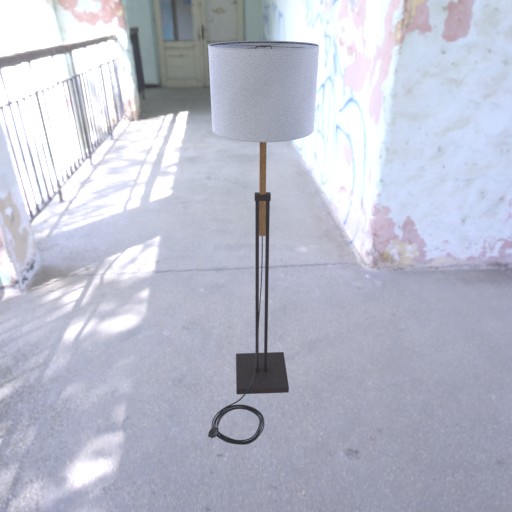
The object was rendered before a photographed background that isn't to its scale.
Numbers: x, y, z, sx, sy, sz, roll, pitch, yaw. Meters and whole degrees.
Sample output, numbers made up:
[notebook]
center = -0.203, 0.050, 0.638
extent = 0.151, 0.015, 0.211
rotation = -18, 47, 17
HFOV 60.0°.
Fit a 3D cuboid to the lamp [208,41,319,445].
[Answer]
[lamp]
center = 0.000, 0.000, 1.931
extent = 0.474, 1.650, 0.639
rotation = -1, 29, -2
